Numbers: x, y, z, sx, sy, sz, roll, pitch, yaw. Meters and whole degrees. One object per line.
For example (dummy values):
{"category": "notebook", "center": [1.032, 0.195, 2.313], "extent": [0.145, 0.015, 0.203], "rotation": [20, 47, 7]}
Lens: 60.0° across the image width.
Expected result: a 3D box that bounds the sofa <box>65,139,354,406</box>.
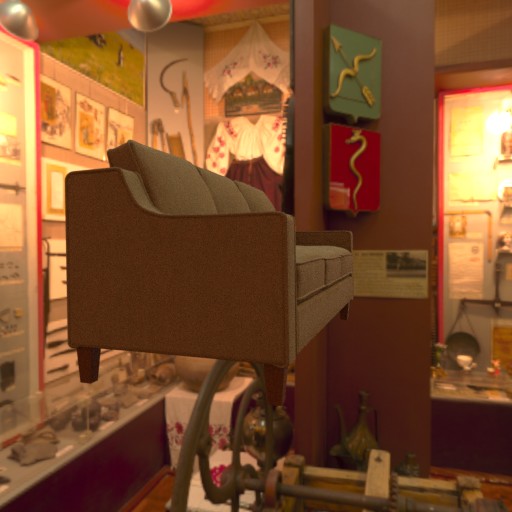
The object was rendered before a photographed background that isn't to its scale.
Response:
{"category": "sofa", "center": [0.000, 0.000, 2.522], "extent": [0.911, 0.974, 1.986], "rotation": [0, 1, 18]}
